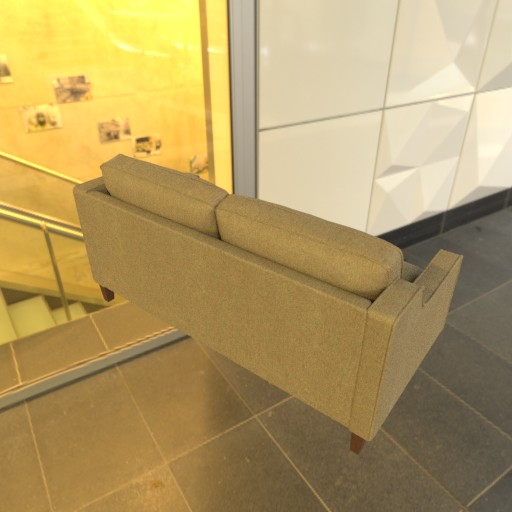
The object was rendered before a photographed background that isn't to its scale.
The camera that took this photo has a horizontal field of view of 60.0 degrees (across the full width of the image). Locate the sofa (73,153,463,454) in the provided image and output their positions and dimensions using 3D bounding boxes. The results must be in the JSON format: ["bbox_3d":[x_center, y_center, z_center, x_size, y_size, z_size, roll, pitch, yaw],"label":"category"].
[{"bbox_3d":[0.000,0.000,2.799,2.181,1.074,1.073,22,37,32],"label":"sofa"}]
